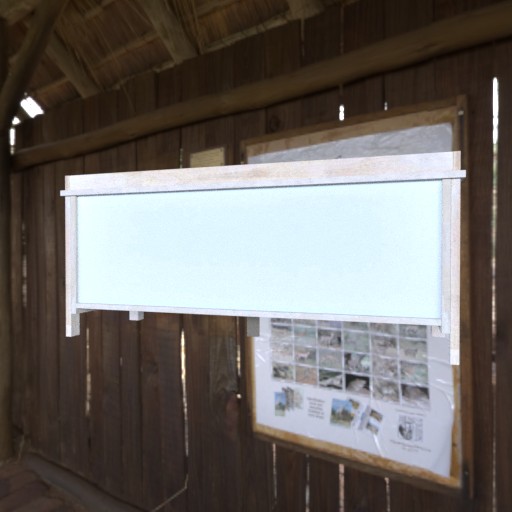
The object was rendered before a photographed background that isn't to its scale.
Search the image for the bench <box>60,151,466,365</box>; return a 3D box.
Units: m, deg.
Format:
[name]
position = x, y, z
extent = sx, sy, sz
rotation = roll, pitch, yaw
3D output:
[bench]
position = 0.000, 0.000, 1.384
extent = 1.140, 0.501, 0.398
rotation = 0, 1, 18
